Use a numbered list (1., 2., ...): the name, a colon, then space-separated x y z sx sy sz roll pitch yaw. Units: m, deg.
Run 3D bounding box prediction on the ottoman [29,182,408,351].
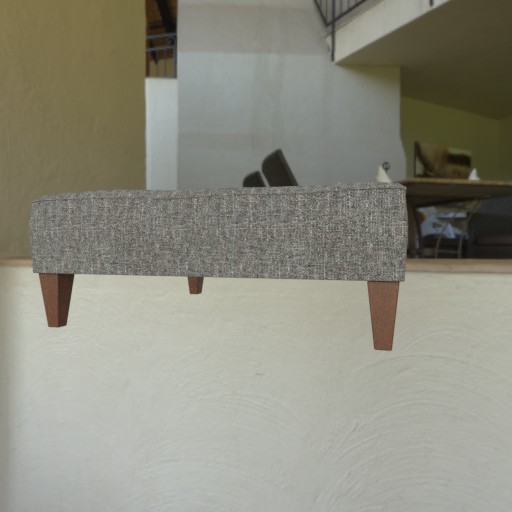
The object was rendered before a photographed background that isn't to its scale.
1. ottoman: 0.000 0.000 1.519 0.981 0.379 1.016 0 1 18
